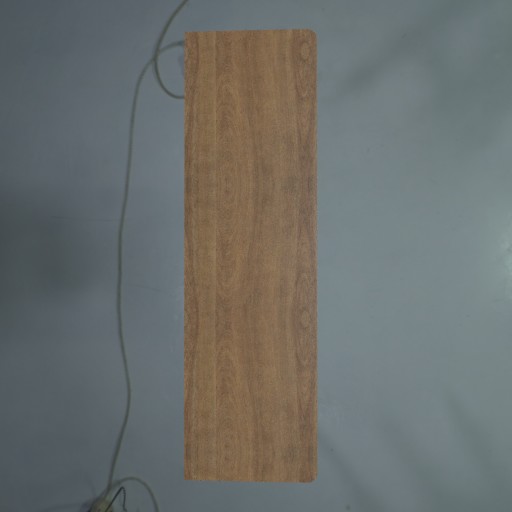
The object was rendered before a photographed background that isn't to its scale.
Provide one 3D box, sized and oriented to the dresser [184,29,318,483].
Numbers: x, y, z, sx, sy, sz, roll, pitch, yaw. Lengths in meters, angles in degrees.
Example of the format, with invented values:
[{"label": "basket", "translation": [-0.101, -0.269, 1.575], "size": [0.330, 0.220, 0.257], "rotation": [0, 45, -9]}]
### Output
[{"label": "dresser", "translation": [0.000, 0.000, 1.999], "size": [0.468, 0.892, 1.583], "rotation": [0, 89, 2]}]
